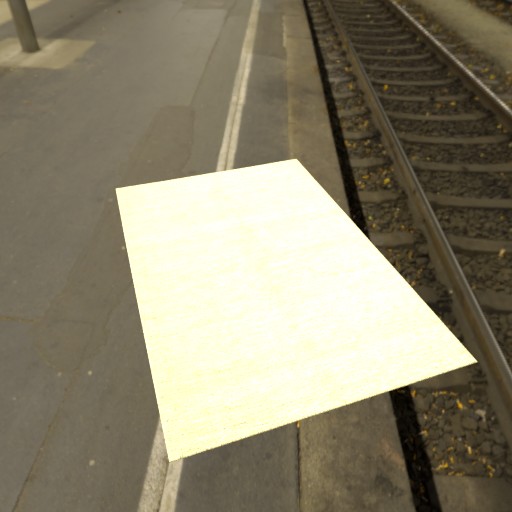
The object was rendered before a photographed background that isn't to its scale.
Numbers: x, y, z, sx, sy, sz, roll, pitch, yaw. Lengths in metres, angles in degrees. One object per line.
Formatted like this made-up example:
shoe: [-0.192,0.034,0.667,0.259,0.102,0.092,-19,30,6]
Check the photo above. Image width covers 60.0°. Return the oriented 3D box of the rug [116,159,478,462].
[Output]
rug: [0.000,0.000,2.300,1.250,0.015,1.850,-12,41,-15]
